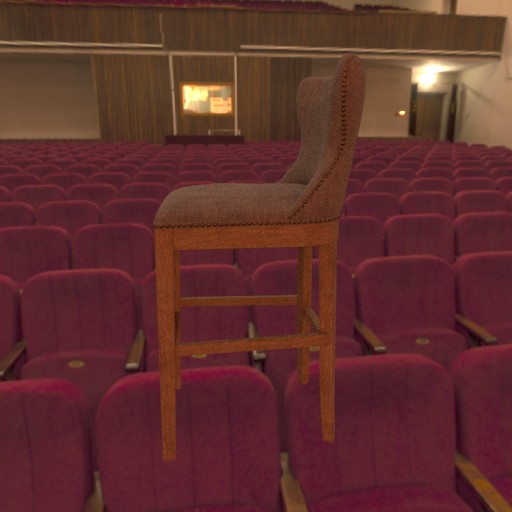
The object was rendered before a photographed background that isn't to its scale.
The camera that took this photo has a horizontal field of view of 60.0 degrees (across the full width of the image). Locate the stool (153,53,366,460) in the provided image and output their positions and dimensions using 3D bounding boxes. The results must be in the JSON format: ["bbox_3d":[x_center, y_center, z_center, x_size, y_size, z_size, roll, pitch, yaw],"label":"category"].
[{"bbox_3d":[0.000,0.000,1.407,0.606,1.123,0.494,-2,14,-7],"label":"stool"}]
